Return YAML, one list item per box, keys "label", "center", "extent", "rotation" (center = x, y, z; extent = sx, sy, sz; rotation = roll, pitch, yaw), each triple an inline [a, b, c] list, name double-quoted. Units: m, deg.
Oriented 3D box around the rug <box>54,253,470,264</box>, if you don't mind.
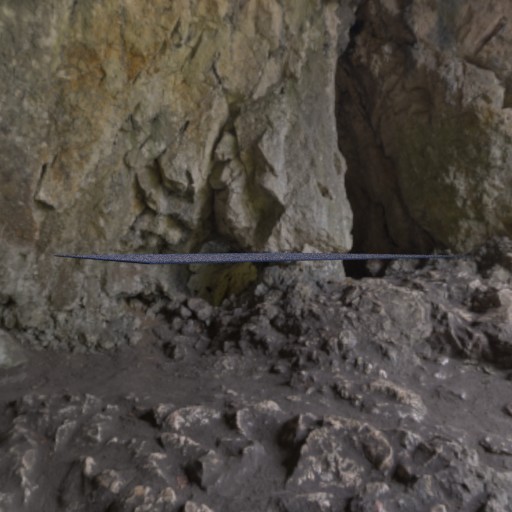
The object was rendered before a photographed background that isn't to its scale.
- label: "rug"
  center: [0.000, 0.000, 4.129]
  extent: [3.048, 0.010, 2.438]
  rotation: [-1, 1, -35]
